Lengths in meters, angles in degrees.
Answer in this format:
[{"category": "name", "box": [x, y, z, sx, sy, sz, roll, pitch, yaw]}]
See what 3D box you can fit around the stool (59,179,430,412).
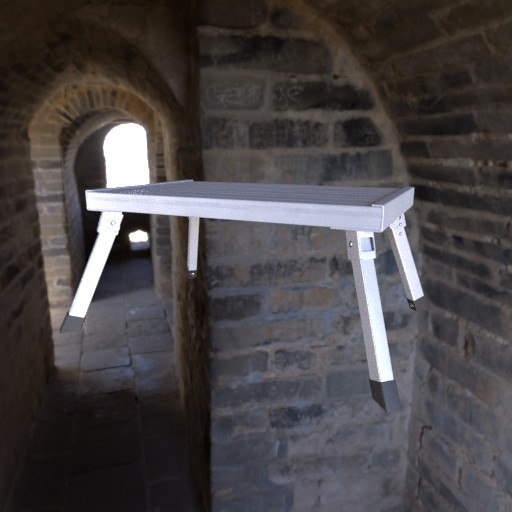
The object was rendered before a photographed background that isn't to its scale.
[{"category": "stool", "box": [0.000, 0.000, 0.742, 0.535, 0.225, 0.385, 6, 15, 25]}]
